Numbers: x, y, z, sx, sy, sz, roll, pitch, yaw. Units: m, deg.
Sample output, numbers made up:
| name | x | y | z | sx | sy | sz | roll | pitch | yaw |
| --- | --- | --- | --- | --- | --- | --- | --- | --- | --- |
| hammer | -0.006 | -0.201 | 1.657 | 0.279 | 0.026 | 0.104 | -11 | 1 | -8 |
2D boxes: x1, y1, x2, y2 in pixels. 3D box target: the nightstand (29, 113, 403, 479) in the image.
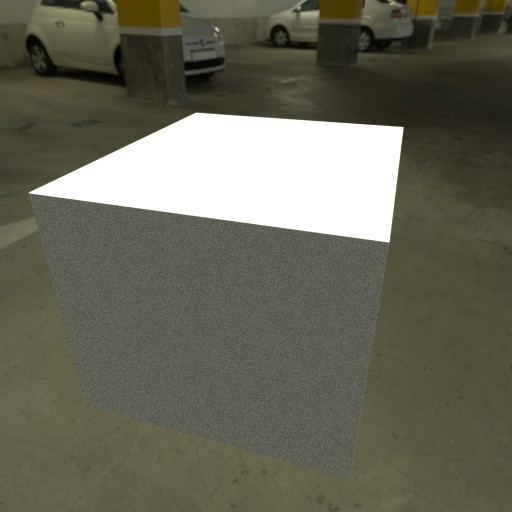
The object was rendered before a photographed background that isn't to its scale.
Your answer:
| name | x | y | z | sx | sy | sz | roll | pitch | yaw |
| --- | --- | --- | --- | --- | --- | --- | --- | --- | --- |
| nightstand | 0.000 | 0.000 | 0.744 | 0.408 | 0.351 | 0.470 | 9 | 31 | 15 |
